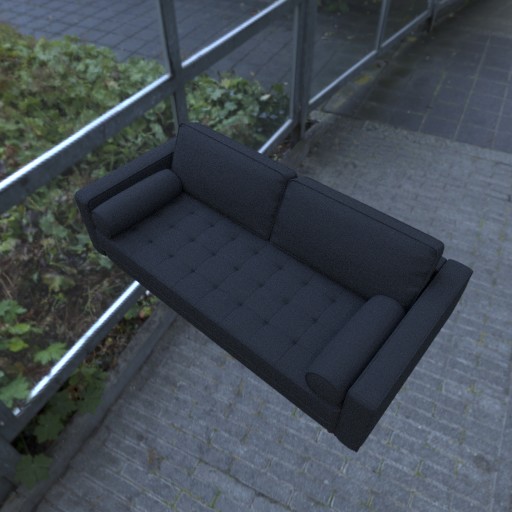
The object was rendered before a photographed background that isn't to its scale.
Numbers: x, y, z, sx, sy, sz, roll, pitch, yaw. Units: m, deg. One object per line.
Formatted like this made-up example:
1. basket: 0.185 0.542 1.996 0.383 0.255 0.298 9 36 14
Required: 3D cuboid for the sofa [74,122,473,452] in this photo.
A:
1. sofa: 0.000 0.000 2.344 1.875 0.759 0.914 32 55 26
